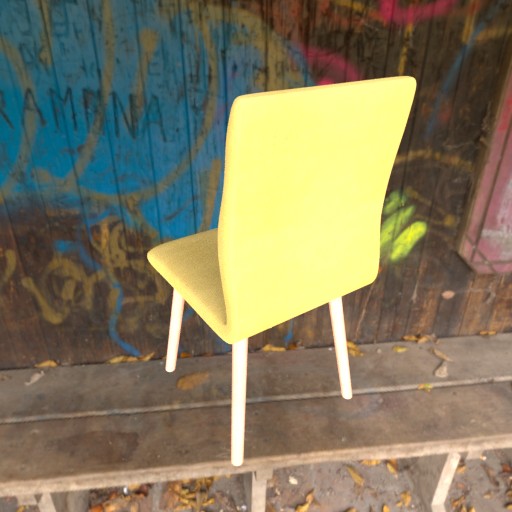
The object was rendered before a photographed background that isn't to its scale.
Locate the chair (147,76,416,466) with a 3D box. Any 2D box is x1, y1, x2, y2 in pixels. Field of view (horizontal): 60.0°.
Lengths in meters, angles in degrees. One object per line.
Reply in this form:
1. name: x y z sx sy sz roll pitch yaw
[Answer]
1. chair: 0.000 0.000 1.240 0.450 0.965 0.550 -19 34 -29
